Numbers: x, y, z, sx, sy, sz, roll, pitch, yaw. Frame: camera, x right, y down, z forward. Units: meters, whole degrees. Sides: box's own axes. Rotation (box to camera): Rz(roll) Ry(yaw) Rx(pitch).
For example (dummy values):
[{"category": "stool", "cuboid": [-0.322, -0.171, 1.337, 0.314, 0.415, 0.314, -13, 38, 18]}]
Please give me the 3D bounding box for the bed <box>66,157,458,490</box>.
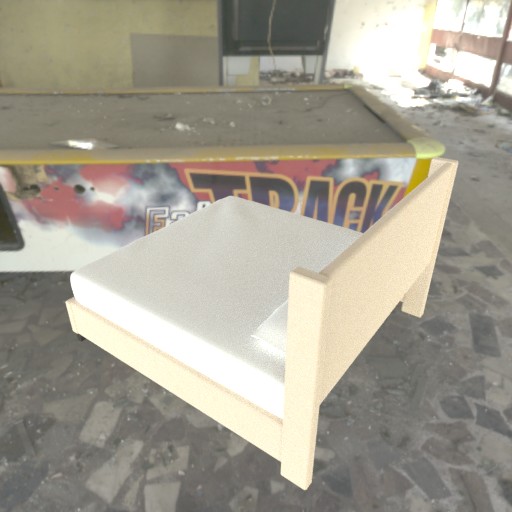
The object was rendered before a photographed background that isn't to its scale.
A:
[{"category": "bed", "cuboid": [0.000, 0.000, 3.598, 2.293, 1.471, 2.145, 20, 35, 31]}]
